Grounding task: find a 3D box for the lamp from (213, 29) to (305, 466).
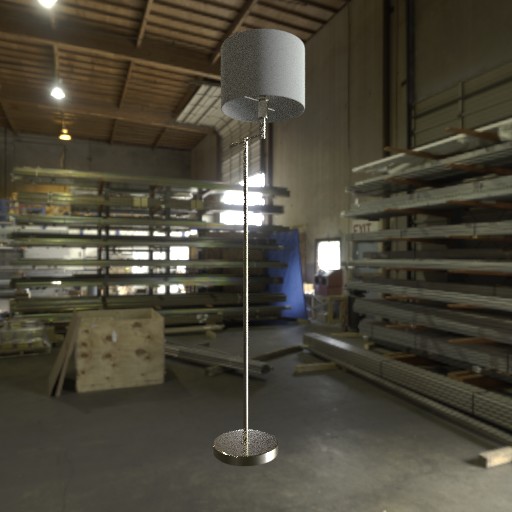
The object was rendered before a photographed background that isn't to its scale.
[{"bbox_3d":[0.000,0.000,1.755,0.324,1.600,0.416,0,0,-35],"label":"lamp"}]
